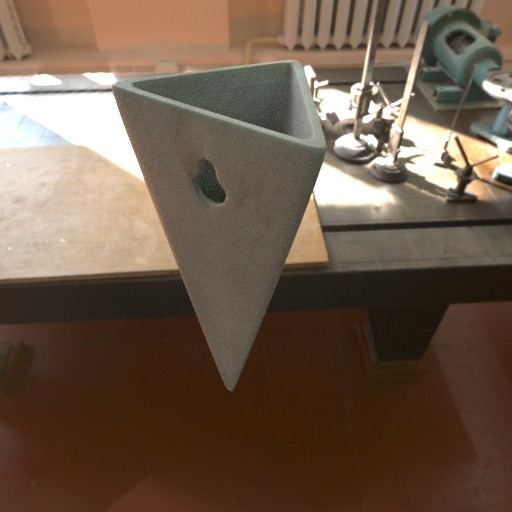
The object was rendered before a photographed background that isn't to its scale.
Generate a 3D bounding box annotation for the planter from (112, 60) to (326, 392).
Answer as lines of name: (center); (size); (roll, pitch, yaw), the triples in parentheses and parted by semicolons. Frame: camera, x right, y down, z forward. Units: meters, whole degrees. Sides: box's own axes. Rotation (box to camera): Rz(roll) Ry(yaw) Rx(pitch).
planter: (0.000, 0.000, 0.275); (0.101, 0.224, 0.081); (23, 50, 21)
